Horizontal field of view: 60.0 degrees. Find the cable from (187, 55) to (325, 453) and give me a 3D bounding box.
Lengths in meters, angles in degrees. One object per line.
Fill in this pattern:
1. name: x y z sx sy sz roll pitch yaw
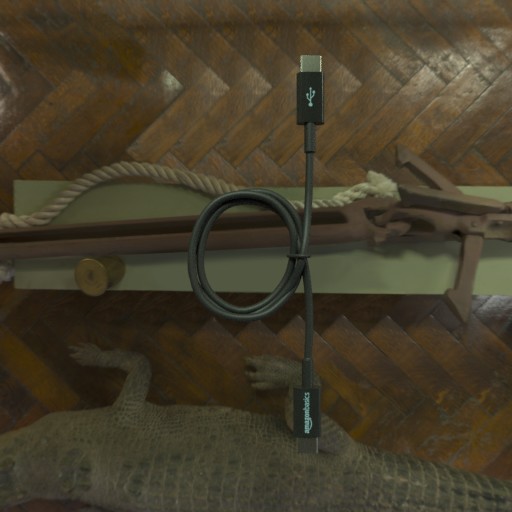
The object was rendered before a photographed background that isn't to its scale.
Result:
1. cable: 0.000 0.000 0.224 0.070 0.014 0.203 0 91 -1
